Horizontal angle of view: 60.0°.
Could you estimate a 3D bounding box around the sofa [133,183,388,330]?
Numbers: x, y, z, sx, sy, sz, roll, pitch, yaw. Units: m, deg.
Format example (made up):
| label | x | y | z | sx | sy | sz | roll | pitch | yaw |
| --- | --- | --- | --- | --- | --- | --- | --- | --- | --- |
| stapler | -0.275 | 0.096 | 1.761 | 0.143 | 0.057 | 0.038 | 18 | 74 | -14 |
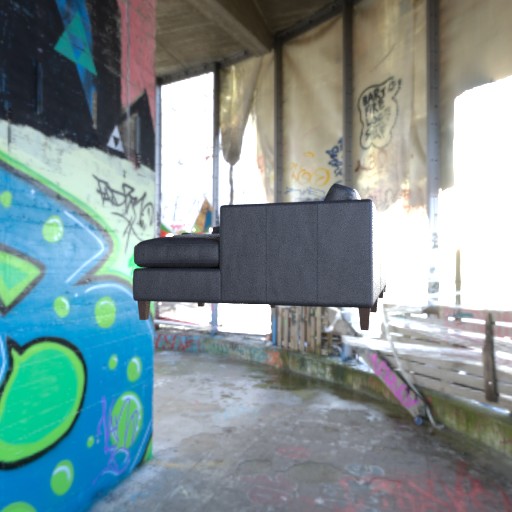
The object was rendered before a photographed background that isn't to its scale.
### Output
| label | x | y | z | sx | sy | sz | roll | pitch | yaw |
| --- | --- | --- | --- | --- | --- | --- | --- | --- | --- |
| sofa | 0.000 | 0.000 | 4.431 | 2.452 | 0.891 | 3.324 | 0 | -1 | 18 |
